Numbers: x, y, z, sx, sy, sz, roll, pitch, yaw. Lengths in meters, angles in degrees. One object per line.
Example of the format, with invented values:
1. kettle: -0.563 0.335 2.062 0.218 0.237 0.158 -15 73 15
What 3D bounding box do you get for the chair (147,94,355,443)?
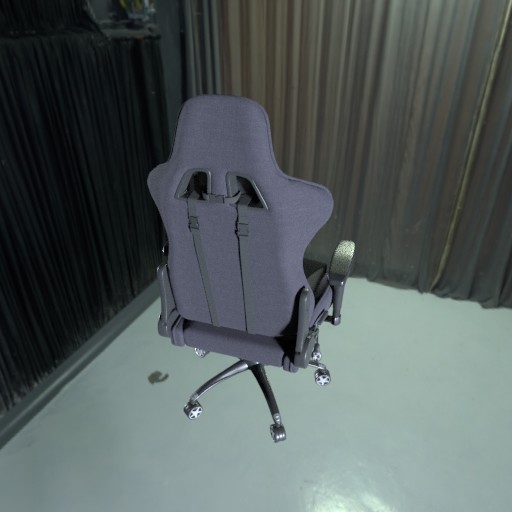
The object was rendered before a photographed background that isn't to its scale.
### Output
1. chair: 0.000 0.000 1.723 0.730 1.300 0.695 9 31 15
